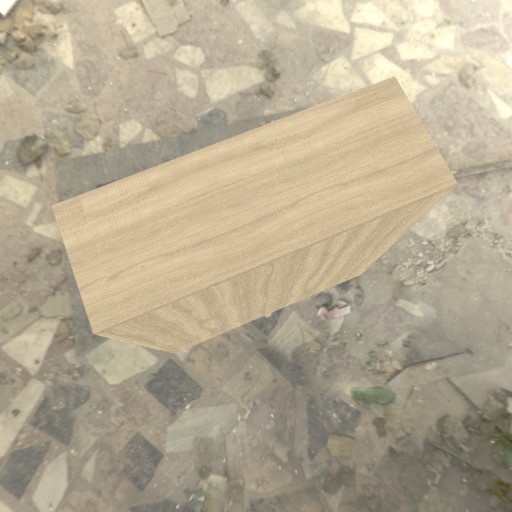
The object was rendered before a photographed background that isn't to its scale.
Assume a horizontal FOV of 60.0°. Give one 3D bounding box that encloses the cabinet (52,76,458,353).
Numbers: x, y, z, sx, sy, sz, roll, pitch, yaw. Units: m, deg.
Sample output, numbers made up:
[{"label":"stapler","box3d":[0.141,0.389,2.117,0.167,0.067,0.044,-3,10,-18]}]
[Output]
[{"label":"cabinet","box3d":[0.000,0.000,1.954,1.111,1.388,0.398,-22,76,-6]}]
